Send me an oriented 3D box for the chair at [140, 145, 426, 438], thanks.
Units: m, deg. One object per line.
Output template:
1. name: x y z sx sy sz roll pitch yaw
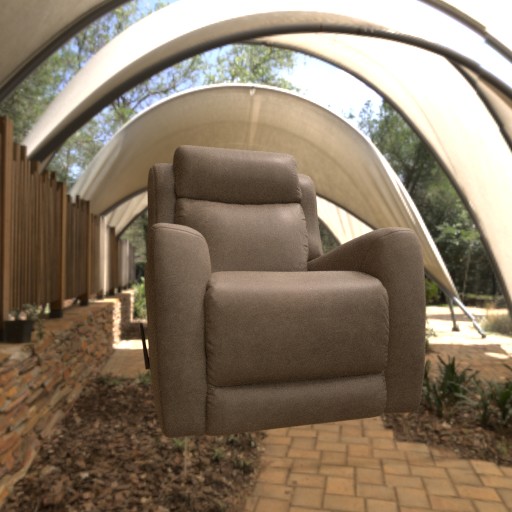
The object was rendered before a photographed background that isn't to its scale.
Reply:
1. chair: 0.000 0.000 1.890 0.967 1.116 1.068 0 -2 -16
